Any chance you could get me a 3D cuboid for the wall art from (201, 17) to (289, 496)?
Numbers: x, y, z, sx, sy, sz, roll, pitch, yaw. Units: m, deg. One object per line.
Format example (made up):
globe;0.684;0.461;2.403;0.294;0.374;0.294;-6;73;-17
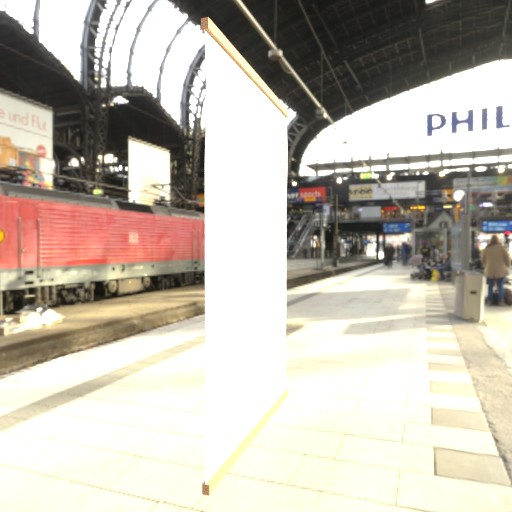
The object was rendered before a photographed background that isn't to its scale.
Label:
wall art;0.000;0.000;1.891;0.025;1.521;1.011;0;1;19
